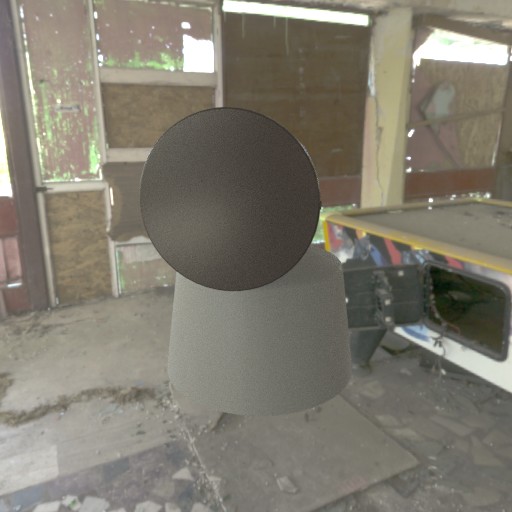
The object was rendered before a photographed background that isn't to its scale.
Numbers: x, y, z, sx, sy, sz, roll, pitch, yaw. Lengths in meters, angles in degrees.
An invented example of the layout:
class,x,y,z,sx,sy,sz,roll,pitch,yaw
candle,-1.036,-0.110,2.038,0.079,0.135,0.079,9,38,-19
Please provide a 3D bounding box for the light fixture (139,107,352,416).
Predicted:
class,x,y,z,sx,sy,sz,roll,pitch,yaw
light fixture,0.000,0.000,0.440,0.204,0.268,0.254,2,16,9
